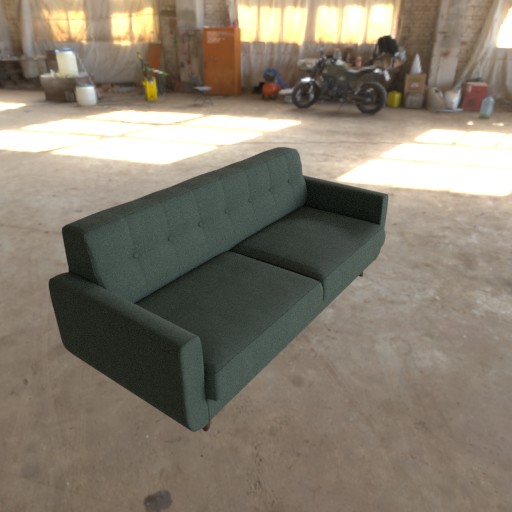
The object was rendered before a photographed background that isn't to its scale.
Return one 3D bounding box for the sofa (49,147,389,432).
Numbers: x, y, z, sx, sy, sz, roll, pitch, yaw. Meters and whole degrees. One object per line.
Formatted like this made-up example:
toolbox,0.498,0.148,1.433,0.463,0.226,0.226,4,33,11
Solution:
sofa,0.000,0.000,2.586,0.909,0.841,2.029,19,33,31
